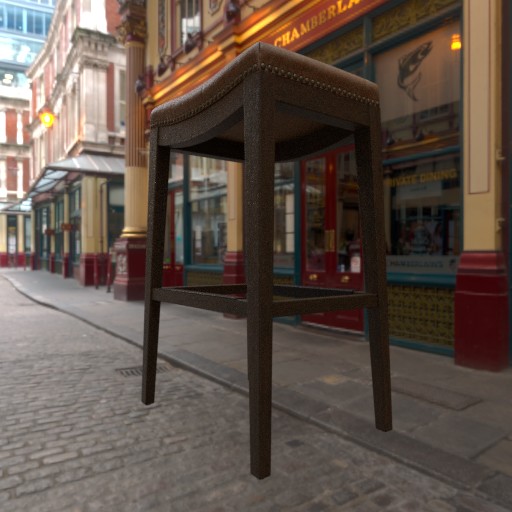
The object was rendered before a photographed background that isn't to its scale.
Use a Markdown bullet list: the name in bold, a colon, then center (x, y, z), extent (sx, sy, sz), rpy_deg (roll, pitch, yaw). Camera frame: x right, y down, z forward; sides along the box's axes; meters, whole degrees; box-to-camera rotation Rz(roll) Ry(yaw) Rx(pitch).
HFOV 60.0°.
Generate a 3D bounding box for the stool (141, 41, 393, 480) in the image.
- **stool**: center (0.000, 0.000, 1.047), extent (0.361, 0.759, 0.500), rpy_deg (0, 0, -37)
